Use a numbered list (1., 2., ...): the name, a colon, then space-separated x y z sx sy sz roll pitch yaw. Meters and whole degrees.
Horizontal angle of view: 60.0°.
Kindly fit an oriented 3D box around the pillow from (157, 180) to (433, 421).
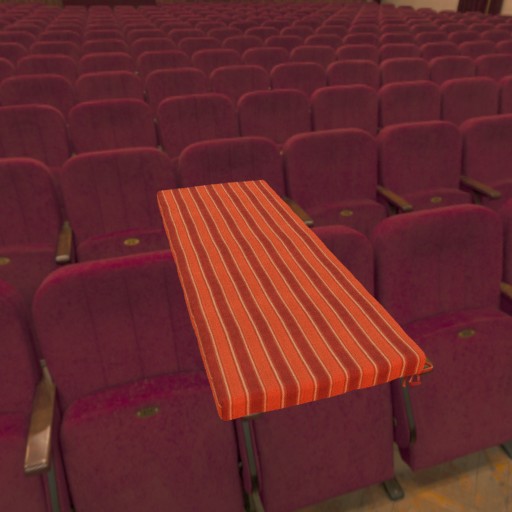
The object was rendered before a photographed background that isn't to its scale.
1. pillow: 0.000 0.000 1.374 0.492 0.081 1.187 -8 31 -15
